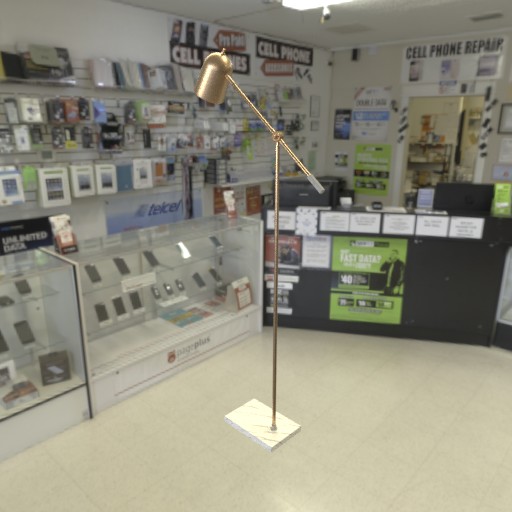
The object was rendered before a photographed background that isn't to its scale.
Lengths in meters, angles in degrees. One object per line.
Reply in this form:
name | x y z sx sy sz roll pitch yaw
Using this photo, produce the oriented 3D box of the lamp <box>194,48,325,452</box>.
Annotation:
lamp | 0.000 0.000 1.815 0.653 1.594 0.194 16 23 42
